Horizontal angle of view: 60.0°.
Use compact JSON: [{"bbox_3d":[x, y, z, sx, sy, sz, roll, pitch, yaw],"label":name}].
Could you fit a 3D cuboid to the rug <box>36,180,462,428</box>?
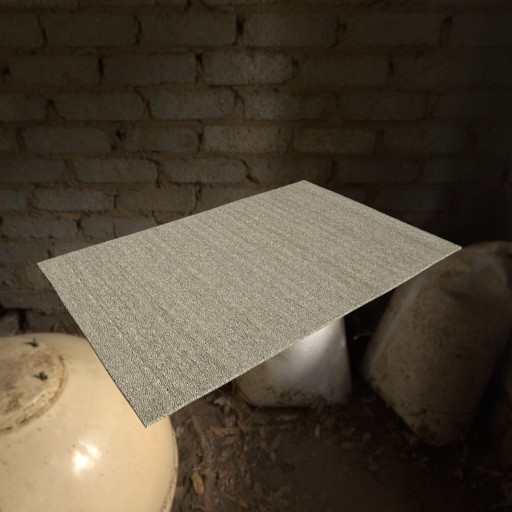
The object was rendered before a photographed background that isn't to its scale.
[{"bbox_3d":[0.000,0.000,2.860,2.297,0.018,1.532,-22,37,-32],"label":"rug"}]
